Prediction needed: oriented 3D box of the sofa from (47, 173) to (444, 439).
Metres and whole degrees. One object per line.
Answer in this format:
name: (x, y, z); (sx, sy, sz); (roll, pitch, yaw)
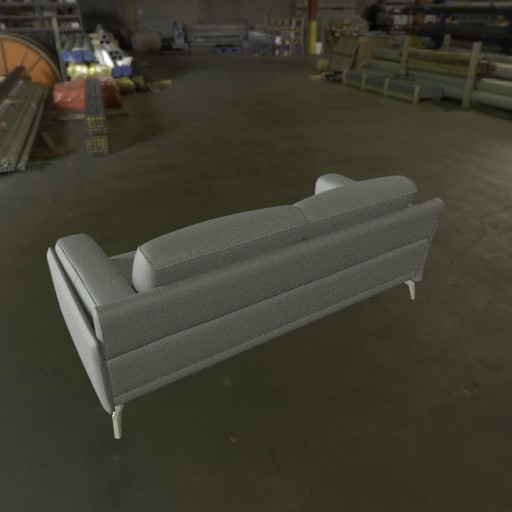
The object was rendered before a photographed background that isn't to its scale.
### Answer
sofa: (0.000, 0.000, 2.568); (2.100, 0.900, 0.969); (-18, 34, -28)
